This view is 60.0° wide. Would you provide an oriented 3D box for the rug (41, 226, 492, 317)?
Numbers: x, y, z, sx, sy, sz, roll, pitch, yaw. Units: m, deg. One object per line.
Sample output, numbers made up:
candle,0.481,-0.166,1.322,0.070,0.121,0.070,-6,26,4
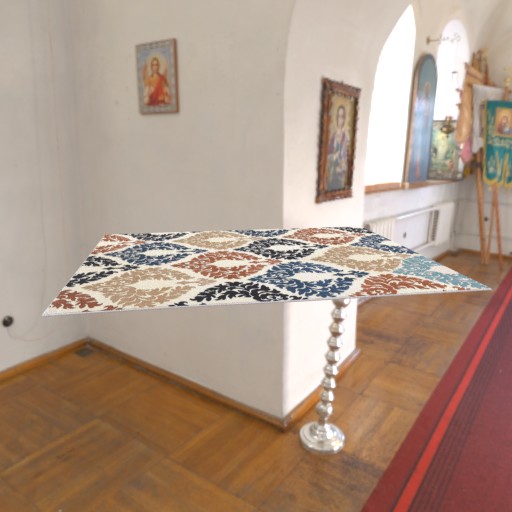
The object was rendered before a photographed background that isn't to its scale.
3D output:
rug,0.000,0.000,4.073,3.040,0.014,2.423,-2,15,-9
